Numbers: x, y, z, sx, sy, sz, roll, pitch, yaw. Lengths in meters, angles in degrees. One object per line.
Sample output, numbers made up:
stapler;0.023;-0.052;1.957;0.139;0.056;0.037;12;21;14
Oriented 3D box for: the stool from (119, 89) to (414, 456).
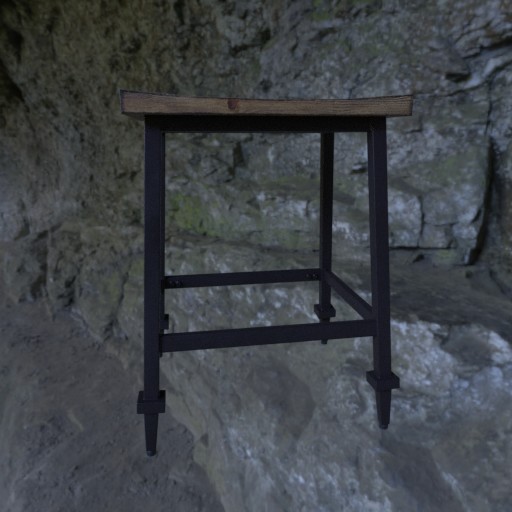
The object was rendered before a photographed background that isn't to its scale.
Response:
stool;0.000;0.000;0.938;0.486;0.625;0.405;-3;15;-9
